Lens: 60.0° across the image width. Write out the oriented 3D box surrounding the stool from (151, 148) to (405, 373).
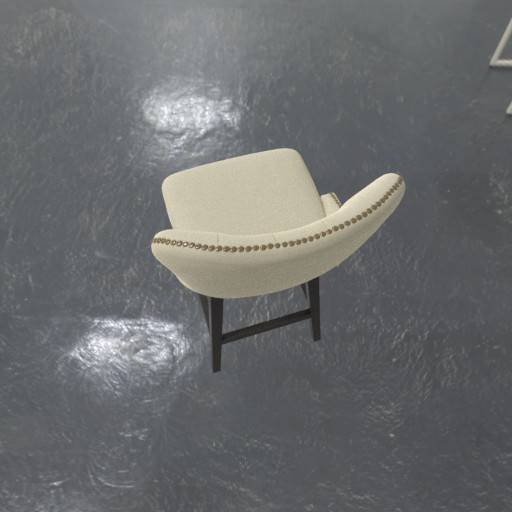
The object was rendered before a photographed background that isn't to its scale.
[{"bbox_3d":[0.000,0.000,1.329,0.528,0.971,0.593,-15,59,-9],"label":"stool"}]
